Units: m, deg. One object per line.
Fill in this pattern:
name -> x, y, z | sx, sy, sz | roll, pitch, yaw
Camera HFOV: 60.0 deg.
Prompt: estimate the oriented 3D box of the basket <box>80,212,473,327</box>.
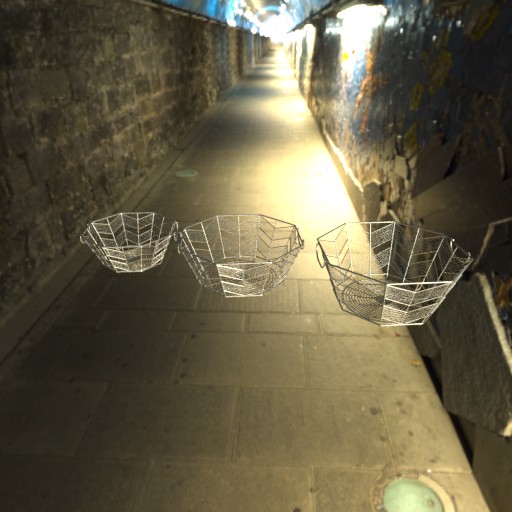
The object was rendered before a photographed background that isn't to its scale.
basket -> 0.000, 0.000, 1.419 | 1.246, 0.178, 0.432 | 8, 28, 16
